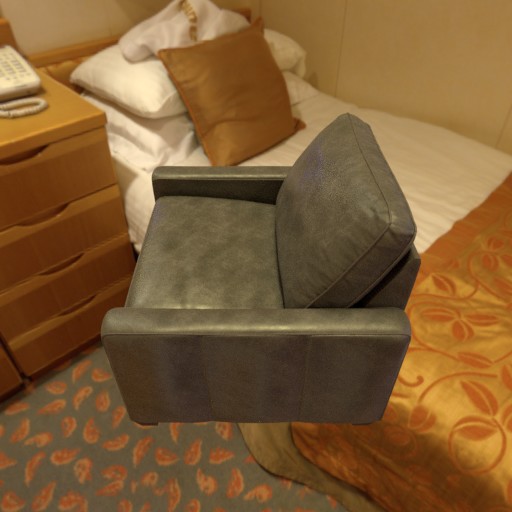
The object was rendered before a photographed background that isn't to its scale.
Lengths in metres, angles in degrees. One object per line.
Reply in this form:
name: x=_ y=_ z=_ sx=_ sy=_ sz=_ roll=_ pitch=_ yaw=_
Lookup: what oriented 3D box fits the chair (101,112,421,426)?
chair: x=0.000 y=0.000 z=1.744 sx=0.939 sy=0.916 sz=1.006 roll=0 pitch=41 yaw=0
